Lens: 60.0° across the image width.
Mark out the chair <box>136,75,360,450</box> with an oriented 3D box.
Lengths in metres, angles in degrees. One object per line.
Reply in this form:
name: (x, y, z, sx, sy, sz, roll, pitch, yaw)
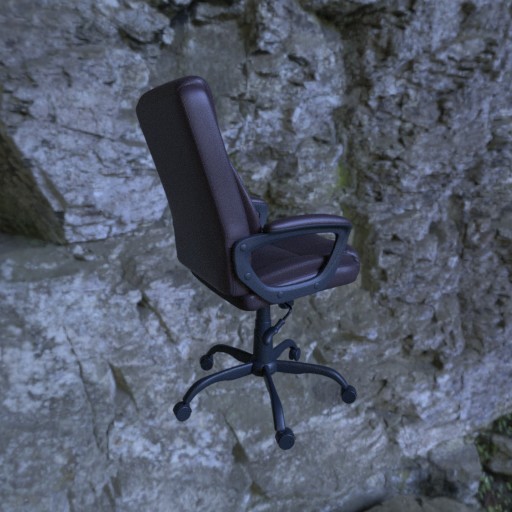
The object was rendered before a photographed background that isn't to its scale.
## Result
chair: (0.000, 0.000, 1.499, 0.655, 1.072, 0.615, -7, 16, -27)
